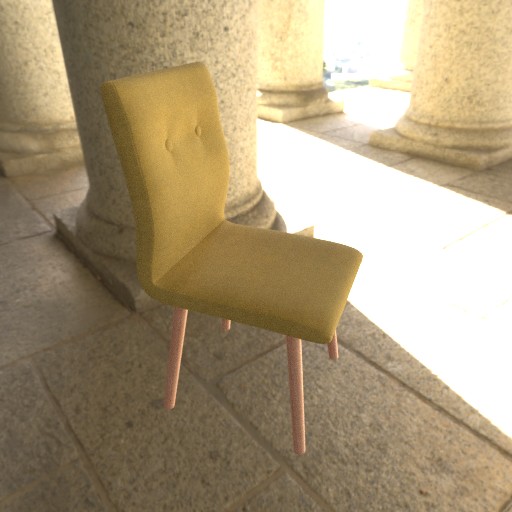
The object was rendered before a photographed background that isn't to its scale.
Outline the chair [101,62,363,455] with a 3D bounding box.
[{"bbox_3d":[0.000,0.000,1.269,0.550,0.965,0.450,11,32,19],"label":"chair"}]
